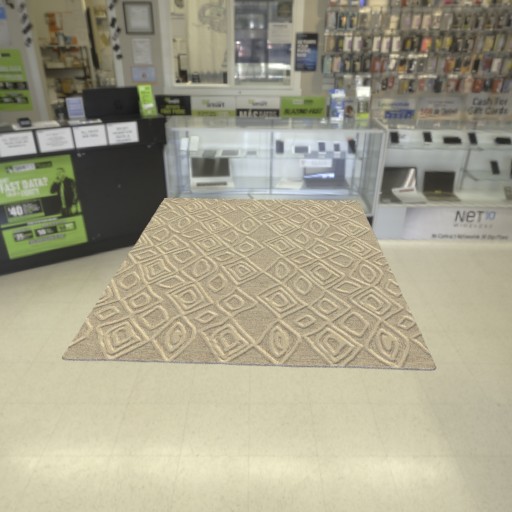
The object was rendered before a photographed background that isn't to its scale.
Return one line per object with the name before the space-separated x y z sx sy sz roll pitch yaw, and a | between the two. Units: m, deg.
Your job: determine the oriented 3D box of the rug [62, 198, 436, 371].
rug | 0.000 0.000 4.212 2.449 0.025 3.049 1 28 2
